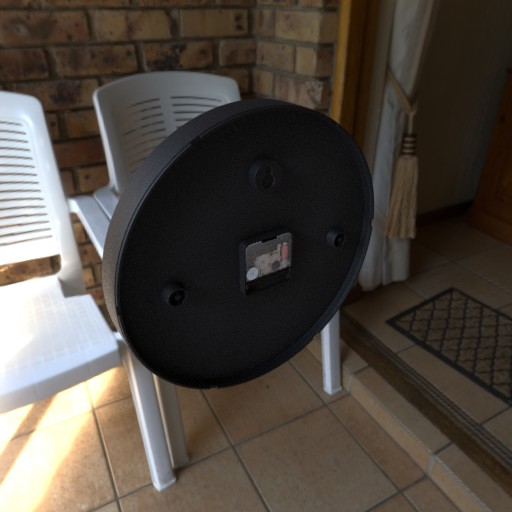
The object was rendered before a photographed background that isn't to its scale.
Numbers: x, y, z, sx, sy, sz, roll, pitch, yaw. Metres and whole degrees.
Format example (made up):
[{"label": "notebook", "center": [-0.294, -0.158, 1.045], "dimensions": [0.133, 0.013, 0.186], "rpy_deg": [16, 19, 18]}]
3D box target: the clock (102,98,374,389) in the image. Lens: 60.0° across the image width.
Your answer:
[{"label": "clock", "center": [0.000, 0.000, 0.439], "dimensions": [0.293, 0.293, 0.040], "rpy_deg": [-19, 35, -29]}]
